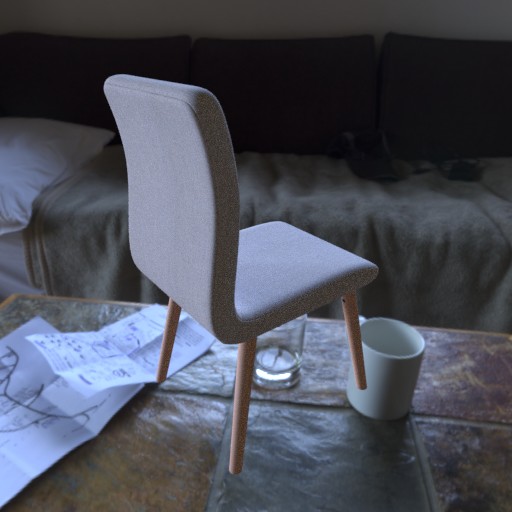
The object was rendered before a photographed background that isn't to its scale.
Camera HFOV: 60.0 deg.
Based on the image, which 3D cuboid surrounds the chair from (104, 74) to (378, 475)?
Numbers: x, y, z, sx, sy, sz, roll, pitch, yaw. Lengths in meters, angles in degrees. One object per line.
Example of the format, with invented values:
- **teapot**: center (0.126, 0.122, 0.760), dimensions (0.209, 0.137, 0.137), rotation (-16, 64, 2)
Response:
- **chair**: center (0.000, 0.000, 1.158), dimensions (0.550, 0.885, 0.435), rotation (-19, 33, -33)
